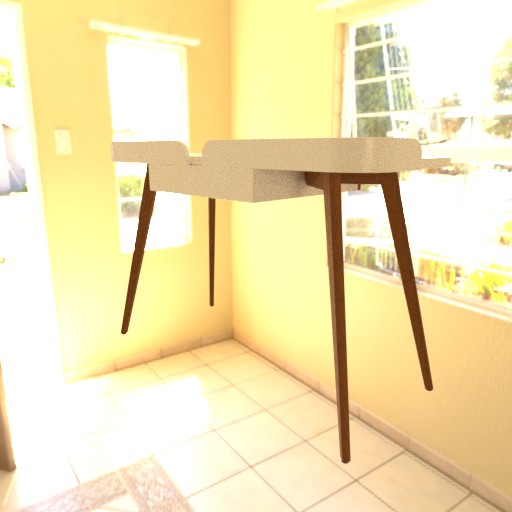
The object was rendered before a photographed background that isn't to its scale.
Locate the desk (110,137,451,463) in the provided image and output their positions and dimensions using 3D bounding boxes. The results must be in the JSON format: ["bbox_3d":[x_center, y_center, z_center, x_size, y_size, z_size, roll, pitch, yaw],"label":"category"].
[{"bbox_3d":[0.000,0.000,1.604,0.534,0.807,1.206,-13,19,-43],"label":"desk"}]
